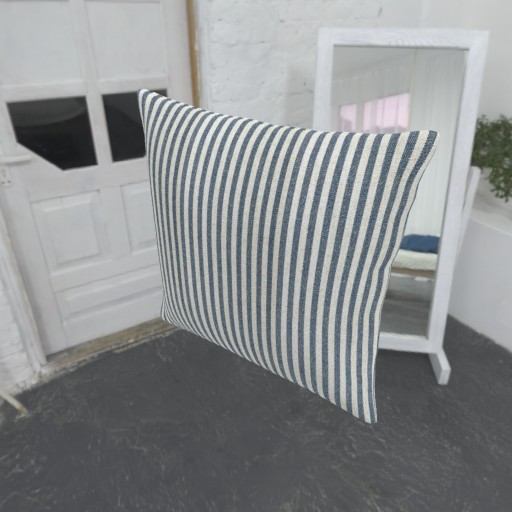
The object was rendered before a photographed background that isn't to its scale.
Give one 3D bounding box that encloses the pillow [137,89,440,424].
[{"bbox_3d":[0.000,0.000,0.779,0.523,0.510,0.166,19,36,29],"label":"pillow"}]
